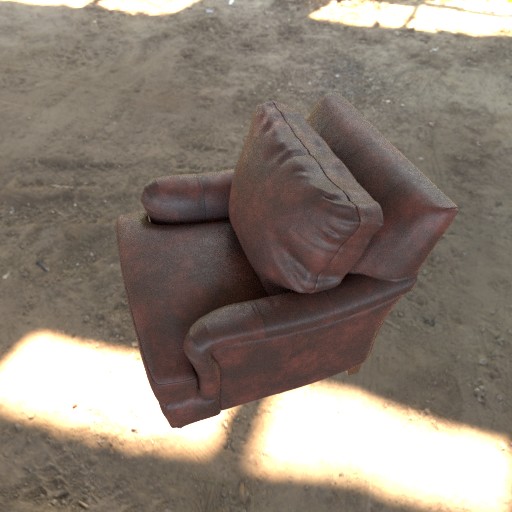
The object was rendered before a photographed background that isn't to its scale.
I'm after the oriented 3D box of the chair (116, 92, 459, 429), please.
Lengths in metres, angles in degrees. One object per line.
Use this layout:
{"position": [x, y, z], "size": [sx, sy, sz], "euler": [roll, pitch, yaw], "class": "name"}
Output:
{"position": [0.000, 0.000, 1.965], "size": [1.156, 1.051, 0.987], "euler": [-15, 48, -14], "class": "chair"}
